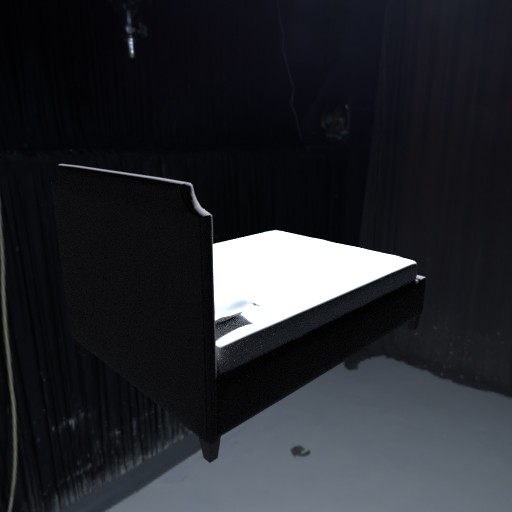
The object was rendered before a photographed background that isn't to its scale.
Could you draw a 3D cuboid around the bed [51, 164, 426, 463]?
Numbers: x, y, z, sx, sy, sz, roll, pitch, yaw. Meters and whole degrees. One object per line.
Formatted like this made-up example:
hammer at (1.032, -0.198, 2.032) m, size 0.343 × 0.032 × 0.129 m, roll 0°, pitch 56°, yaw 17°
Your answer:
bed at (0.000, 0.000, 3.417) m, size 2.372 × 1.443 × 1.713 m, roll -15°, pitch 22°, yaw -42°
